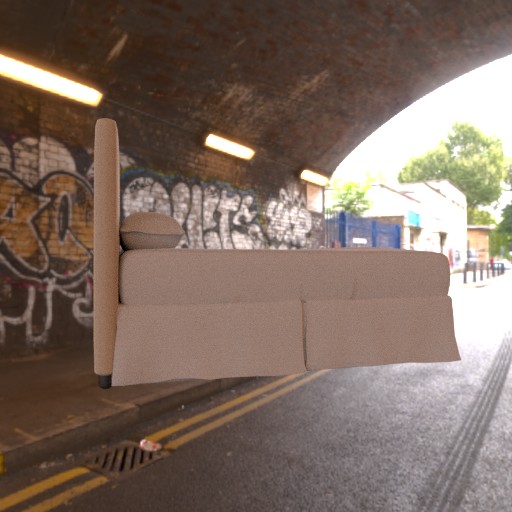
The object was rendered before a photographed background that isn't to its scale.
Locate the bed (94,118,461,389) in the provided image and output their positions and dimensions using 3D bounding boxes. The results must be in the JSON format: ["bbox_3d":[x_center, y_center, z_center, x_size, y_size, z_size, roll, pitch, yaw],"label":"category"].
[{"bbox_3d":[0.000,0.000,3.207,2.142,1.330,1.748,0,-1,-17],"label":"bed"}]
